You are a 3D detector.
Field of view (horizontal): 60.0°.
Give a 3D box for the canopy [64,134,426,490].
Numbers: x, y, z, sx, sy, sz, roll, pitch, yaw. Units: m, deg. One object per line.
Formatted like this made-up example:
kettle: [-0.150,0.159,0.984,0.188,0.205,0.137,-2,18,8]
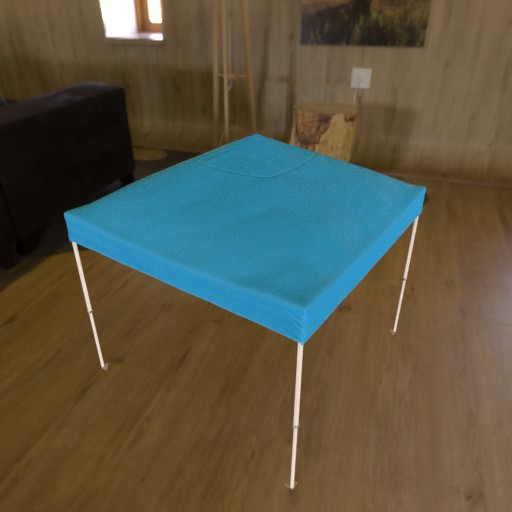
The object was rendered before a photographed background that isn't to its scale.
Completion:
canopy: [0.000,0.000,5.447,2.996,2.997,2.998,20,36,30]
